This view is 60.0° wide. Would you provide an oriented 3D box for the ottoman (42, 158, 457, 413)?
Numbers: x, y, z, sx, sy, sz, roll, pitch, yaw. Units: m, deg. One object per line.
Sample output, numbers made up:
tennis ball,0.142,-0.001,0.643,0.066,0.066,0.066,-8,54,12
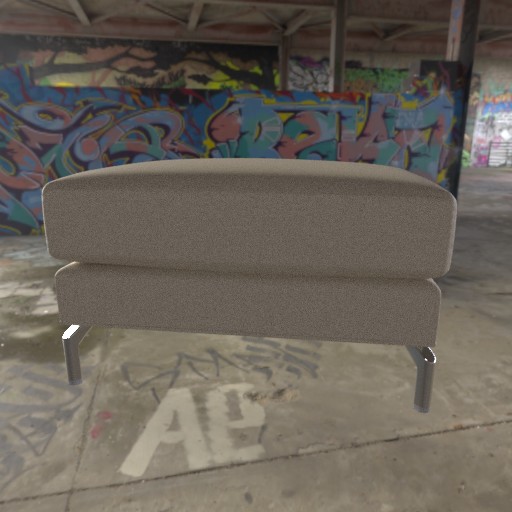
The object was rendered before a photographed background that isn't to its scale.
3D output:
ottoman,0.000,0.000,1.176,0.835,0.497,0.581,2,15,8
